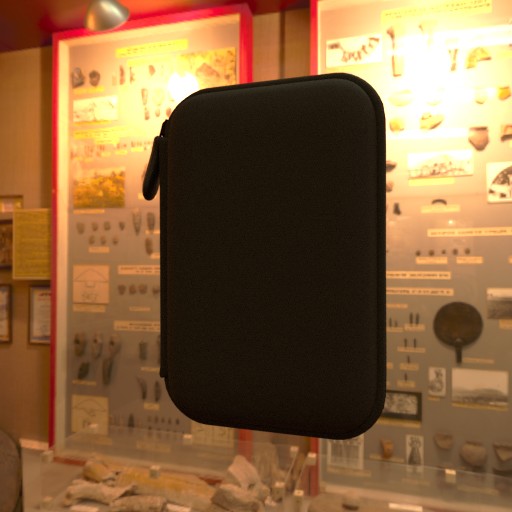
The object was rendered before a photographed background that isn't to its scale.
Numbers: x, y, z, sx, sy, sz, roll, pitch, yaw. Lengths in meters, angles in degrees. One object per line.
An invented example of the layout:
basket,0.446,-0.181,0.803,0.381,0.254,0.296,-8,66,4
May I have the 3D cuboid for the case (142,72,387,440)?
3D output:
case,0.000,0.000,0.189,0.107,0.147,0.030,0,0,17
